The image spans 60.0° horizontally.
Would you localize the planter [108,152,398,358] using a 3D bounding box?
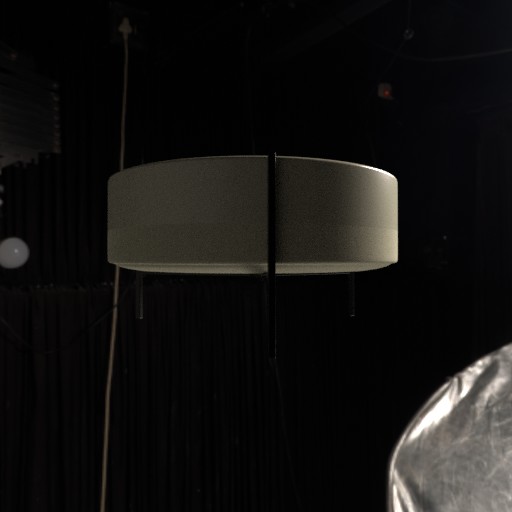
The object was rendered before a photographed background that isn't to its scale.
[{"bbox_3d":[0.000,0.000,0.542,0.345,0.171,0.336,0,0,-36],"label":"planter"}]
